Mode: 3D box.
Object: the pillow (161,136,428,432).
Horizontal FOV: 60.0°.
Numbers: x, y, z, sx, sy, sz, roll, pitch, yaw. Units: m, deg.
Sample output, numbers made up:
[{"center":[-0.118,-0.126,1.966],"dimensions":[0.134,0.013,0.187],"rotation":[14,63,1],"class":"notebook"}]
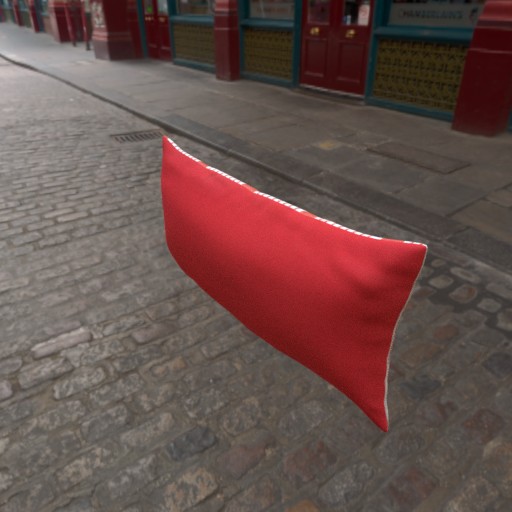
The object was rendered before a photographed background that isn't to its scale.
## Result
[{"center":[0.000,0.000,0.756],"dimensions":[0.151,0.297,0.608],"rotation":[-21,35,-32],"class":"pillow"}]
